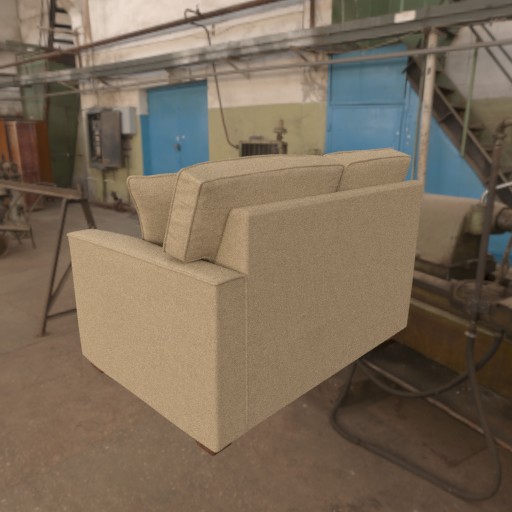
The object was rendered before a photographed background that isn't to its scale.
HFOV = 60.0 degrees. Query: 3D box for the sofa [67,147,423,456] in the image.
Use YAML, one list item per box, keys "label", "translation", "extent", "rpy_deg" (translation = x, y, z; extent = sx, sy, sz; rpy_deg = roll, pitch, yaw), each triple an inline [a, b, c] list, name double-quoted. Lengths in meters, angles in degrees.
- label: "sofa"
  translation: [0.000, 0.000, 2.110]
  extent: [0.991, 0.989, 1.388]
  rpy_deg: [14, 21, 42]
